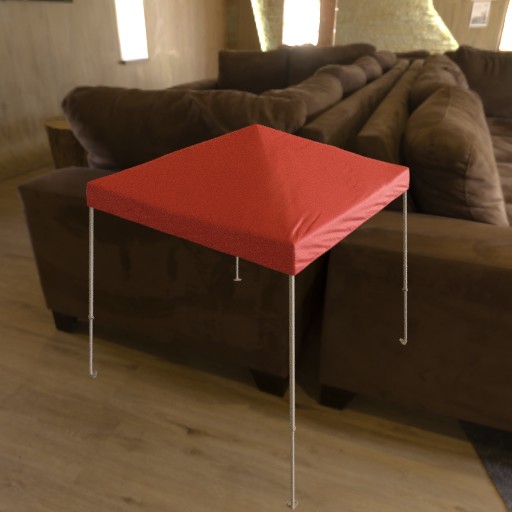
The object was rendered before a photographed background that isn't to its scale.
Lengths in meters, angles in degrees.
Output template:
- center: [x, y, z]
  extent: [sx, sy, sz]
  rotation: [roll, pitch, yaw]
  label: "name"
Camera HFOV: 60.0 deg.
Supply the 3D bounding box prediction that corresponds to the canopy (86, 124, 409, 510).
- center: [0.000, 0.000, 6.203]
  extent: [3.599, 3.600, 3.600]
  rotation: [18, 32, 32]
  label: "canopy"
